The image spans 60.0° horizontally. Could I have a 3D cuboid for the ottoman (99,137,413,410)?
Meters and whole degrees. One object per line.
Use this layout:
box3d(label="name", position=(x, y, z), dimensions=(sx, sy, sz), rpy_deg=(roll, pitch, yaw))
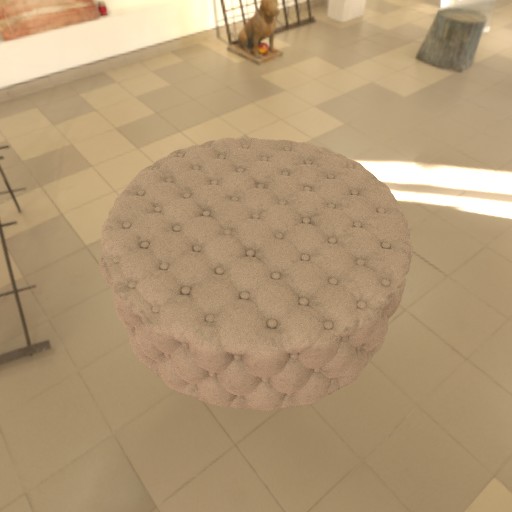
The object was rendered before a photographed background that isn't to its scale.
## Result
box3d(label="ottoman", position=(0.000, 0.000, 1.537), dimensions=(0.998, 0.399, 0.998), rpy_deg=(0, 47, 0))
